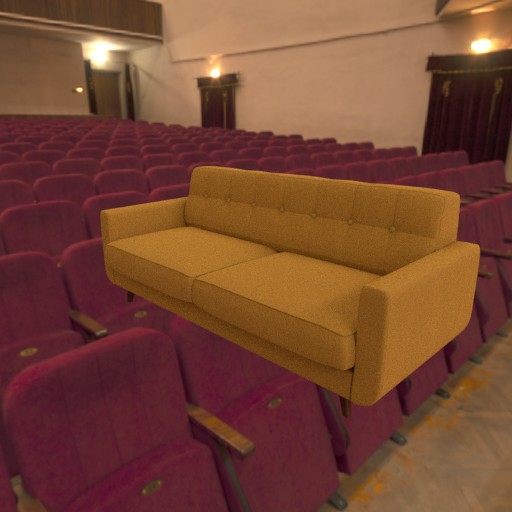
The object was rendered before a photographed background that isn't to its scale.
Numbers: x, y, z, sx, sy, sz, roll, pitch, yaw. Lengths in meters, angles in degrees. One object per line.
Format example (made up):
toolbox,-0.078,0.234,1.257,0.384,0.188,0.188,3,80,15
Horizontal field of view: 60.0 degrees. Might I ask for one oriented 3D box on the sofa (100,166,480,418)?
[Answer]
sofa,0.000,0.000,2.453,2.029,0.841,0.909,16,23,42
